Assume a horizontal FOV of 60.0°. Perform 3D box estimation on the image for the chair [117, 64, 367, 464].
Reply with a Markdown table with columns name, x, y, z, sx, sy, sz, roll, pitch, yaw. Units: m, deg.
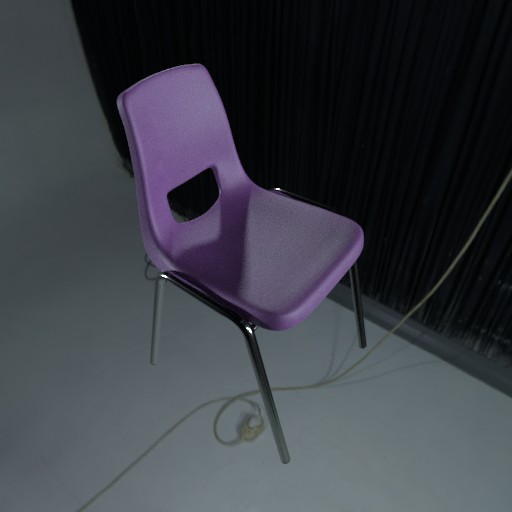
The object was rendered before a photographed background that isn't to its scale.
| name | x | y | z | sx | sy | sz | roll | pitch | yaw |
| --- | --- | --- | --- | --- | --- | --- | --- | --- | --- |
| chair | 0.000 | 0.000 | 0.907 | 0.432 | 0.654 | 0.381 | 25 | 46 | 27 |
